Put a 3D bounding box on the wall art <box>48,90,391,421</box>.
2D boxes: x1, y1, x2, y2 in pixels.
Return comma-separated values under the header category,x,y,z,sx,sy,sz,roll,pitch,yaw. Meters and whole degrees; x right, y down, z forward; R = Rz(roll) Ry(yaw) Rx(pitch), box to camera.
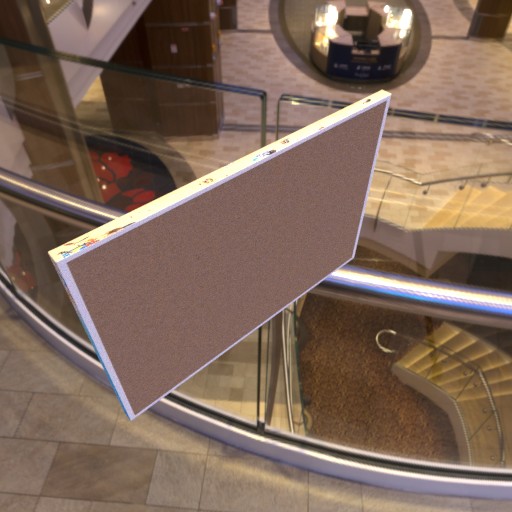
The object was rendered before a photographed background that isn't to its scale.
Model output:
category,x,y,z,sx,sy,sz,roll,pitch,yaw
wall art,0.000,0.000,1.460,1.136,0.769,0.040,-32,54,-27
